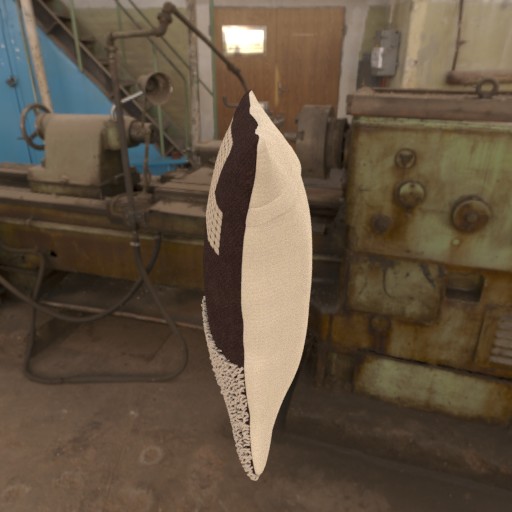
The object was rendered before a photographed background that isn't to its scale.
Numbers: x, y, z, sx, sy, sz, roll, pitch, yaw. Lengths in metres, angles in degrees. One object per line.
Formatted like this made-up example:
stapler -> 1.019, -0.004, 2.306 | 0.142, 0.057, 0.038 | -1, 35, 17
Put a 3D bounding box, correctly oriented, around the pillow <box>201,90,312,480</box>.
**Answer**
pillow -> 0.000, 0.000, 0.725 | 0.178, 0.473, 0.475 | 0, 25, 0
